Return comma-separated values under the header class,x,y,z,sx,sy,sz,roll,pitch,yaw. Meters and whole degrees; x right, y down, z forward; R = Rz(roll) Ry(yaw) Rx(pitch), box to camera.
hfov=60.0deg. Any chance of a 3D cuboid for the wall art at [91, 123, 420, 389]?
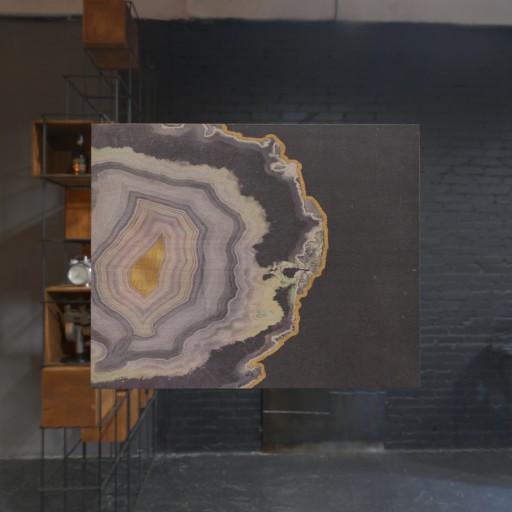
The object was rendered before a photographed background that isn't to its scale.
class,x,y,z,sx,sy,sz,roll,pitch,yaw
wall art,0.000,0.000,0.689,0.508,0.408,0.010,0,0,-1
